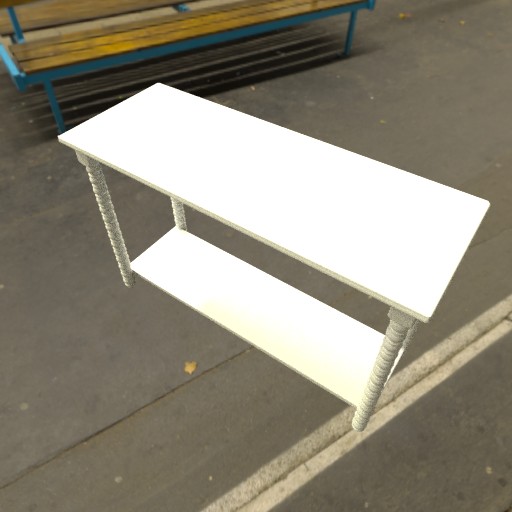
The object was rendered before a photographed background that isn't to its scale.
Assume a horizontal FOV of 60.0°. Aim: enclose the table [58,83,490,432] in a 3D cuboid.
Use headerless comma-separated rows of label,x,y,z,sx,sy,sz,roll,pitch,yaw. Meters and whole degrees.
table,0.000,0.000,1.524,1.184,0.740,0.459,27,52,23
